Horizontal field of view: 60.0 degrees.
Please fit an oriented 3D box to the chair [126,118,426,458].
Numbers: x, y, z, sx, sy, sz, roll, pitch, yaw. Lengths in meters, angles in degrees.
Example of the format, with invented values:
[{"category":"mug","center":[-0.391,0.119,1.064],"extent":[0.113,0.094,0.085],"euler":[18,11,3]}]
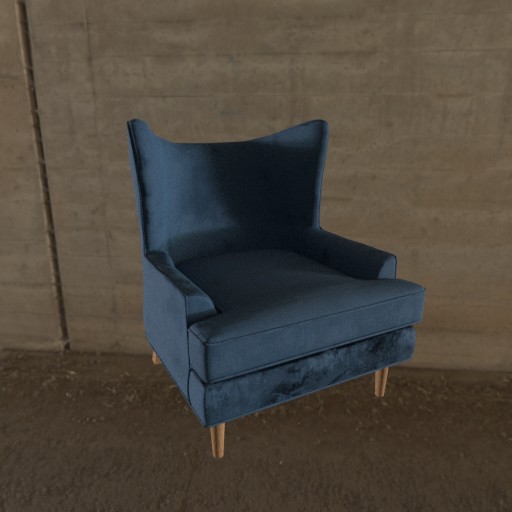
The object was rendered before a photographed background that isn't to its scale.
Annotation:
[{"category":"chair","center":[0.000,0.000,1.609],"extent":[0.793,0.952,0.910],"euler":[-9,19,-27]}]
